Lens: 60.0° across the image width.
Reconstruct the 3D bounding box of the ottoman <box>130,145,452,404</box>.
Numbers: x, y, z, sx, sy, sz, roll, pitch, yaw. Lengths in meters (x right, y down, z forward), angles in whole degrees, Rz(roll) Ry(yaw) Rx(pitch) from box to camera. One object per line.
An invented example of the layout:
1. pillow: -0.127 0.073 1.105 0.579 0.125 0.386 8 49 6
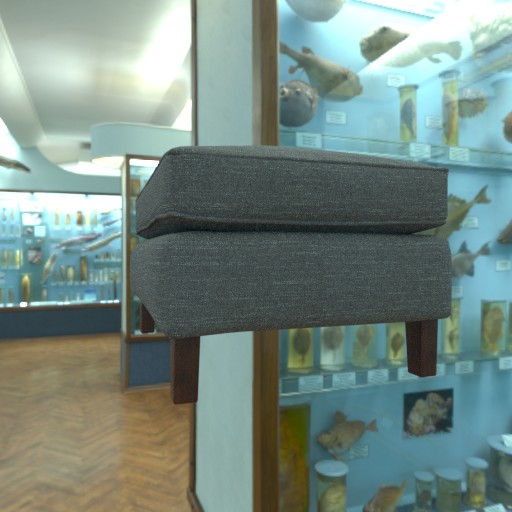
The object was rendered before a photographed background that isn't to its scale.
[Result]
1. ottoman: 0.000 0.000 0.963 0.508 0.406 0.686 0 1 -19
